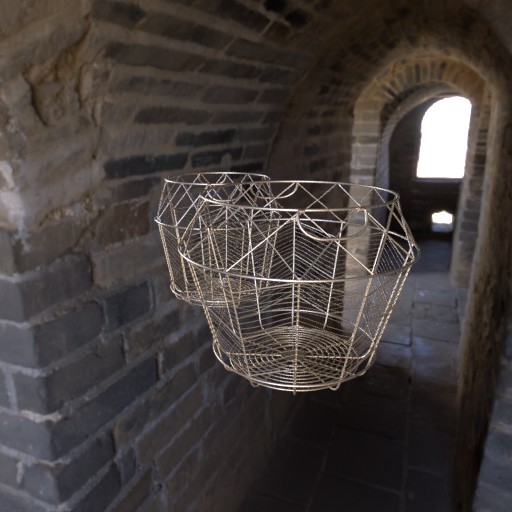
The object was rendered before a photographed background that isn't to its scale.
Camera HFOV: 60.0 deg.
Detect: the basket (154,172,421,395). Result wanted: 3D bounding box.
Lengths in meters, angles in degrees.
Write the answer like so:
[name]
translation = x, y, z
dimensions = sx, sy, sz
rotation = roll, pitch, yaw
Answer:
[basket]
translation = 0.000, 0.000, 1.027
dimensions = 0.451, 0.343, 0.805
rotation = -8, 18, -25
